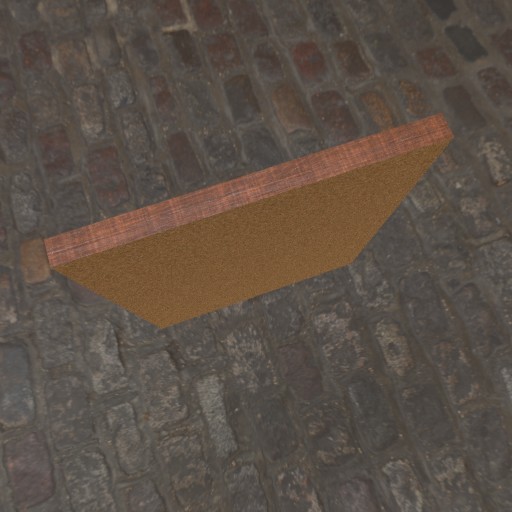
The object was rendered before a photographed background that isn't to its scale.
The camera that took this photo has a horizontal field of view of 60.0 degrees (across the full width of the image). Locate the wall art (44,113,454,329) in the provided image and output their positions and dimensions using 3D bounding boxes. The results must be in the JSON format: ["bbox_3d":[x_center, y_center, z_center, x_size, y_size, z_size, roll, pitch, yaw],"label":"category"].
[{"bbox_3d":[0.000,0.000,0.761,0.467,0.567,0.033,-19,75,-5],"label":"wall art"}]
